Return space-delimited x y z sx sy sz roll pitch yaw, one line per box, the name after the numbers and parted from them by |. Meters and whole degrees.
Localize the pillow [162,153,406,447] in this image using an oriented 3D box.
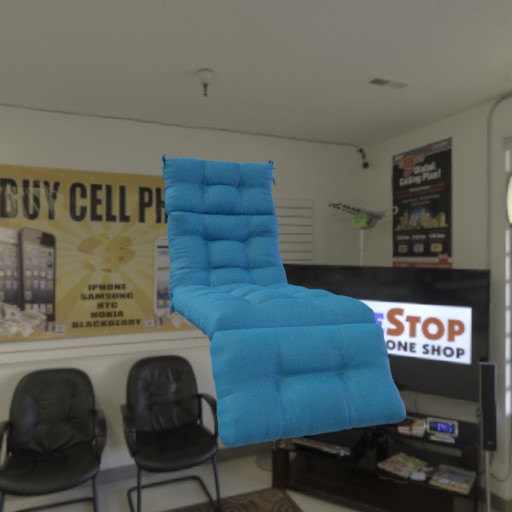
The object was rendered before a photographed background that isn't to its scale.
0.000 0.000 1.510 0.526 0.863 1.016 0 0 -19 | pillow
